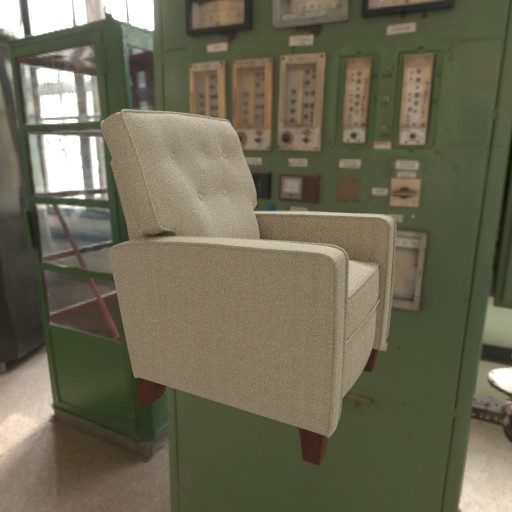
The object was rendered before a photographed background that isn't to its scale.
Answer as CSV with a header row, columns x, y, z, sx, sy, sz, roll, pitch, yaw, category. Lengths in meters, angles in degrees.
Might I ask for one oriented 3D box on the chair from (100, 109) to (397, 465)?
x,y,z,sx,sy,sz,roll,pitch,yaw,category
0.000,0.000,1.418,0.754,0.888,0.648,7,16,27,chair
